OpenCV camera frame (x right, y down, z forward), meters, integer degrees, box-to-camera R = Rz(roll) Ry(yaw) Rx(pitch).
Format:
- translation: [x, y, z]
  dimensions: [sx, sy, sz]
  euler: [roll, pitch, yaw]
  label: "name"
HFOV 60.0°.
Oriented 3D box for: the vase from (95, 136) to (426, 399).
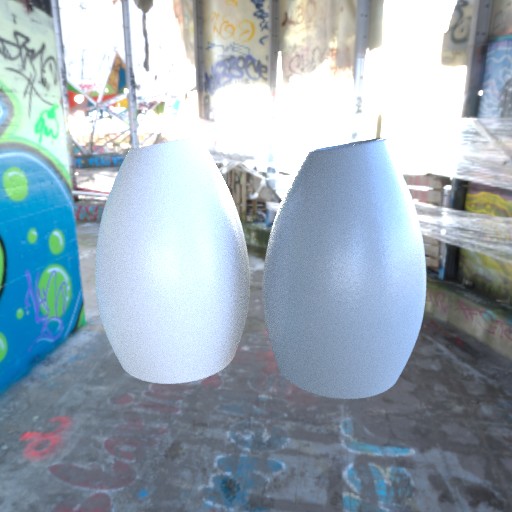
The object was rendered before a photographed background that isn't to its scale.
- translation: [0.000, 0.000, 0.252]
  dimensions: [0.187, 0.131, 0.089]
  euler: [2, 16, 8]
  label: "vase"
